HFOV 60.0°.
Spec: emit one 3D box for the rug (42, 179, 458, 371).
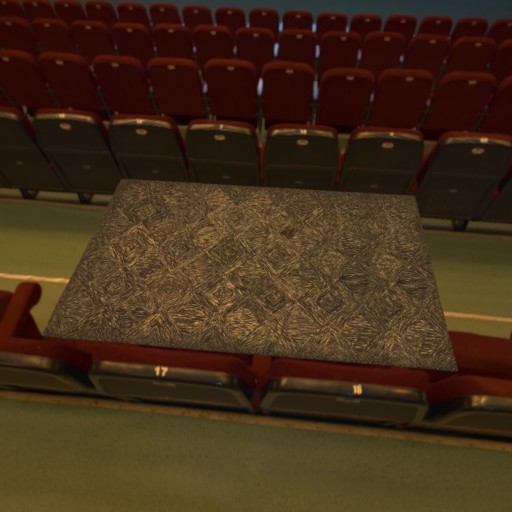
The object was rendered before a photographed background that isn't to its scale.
[{"bbox_3d":[0.000,0.000,2.241,1.754,0.010,1.139,4,46,4],"label":"rug"}]
